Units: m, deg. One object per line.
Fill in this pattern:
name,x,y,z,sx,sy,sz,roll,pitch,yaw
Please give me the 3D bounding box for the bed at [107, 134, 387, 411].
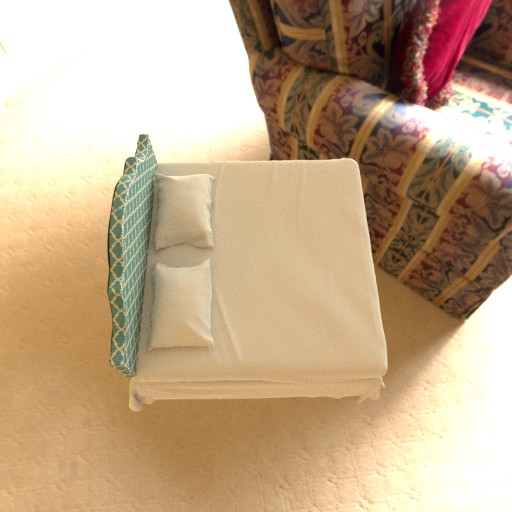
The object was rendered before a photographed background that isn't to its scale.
bed,0.000,0.000,3.741,2.222,1.601,2.314,-1,64,0
